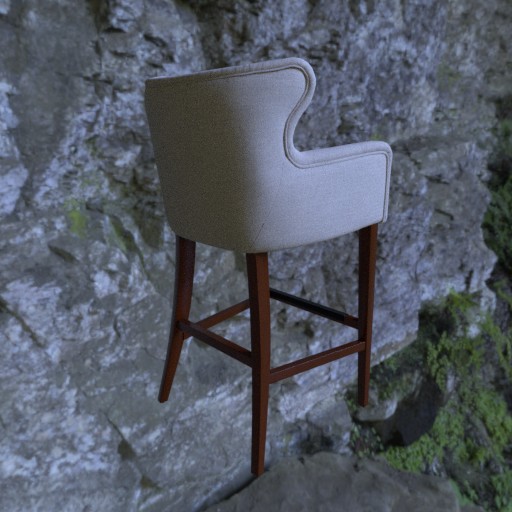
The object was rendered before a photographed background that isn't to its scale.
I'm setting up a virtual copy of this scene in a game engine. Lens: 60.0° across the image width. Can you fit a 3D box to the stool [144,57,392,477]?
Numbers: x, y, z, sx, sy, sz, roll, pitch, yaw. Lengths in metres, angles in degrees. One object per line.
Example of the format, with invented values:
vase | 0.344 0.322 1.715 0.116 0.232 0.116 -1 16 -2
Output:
stool | 0.000 0.000 1.341 0.563 1.034 0.556 -15 22 -42
